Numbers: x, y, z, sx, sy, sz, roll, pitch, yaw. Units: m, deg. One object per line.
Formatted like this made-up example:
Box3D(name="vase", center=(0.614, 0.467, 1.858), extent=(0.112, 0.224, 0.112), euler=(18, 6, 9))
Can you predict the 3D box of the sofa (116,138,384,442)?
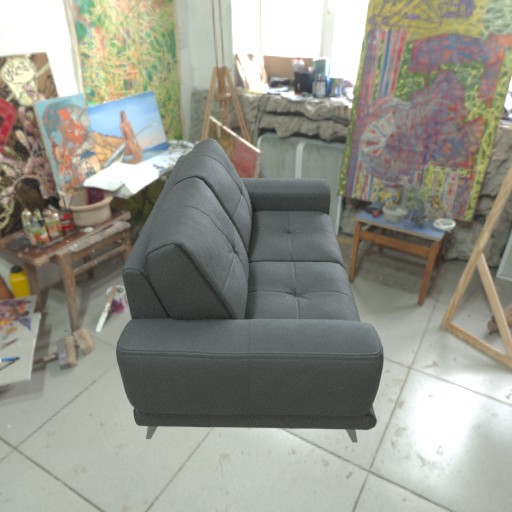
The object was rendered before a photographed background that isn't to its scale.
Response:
Box3D(name="sofa", center=(0.000, 0.000, 2.406), extent=(1.018, 0.907, 1.806), euler=(1, 31, 1))
